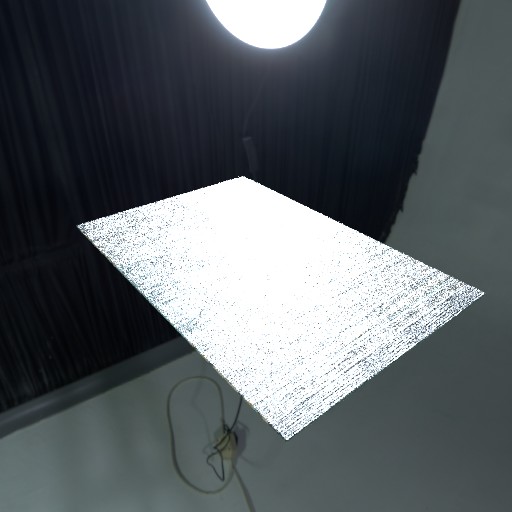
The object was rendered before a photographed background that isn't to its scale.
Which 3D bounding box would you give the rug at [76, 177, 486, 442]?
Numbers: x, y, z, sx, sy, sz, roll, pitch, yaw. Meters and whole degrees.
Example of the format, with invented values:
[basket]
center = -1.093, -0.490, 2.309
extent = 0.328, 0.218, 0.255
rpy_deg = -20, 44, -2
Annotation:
[rug]
center = 0.000, 0.000, 2.285
extent = 1.212, 0.010, 1.811
rpy_deg = -23, 38, -32
